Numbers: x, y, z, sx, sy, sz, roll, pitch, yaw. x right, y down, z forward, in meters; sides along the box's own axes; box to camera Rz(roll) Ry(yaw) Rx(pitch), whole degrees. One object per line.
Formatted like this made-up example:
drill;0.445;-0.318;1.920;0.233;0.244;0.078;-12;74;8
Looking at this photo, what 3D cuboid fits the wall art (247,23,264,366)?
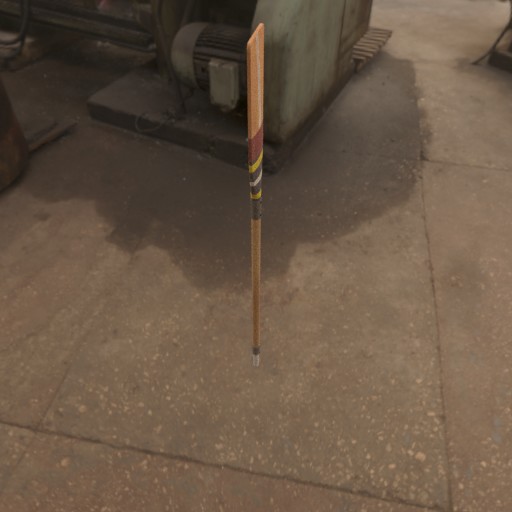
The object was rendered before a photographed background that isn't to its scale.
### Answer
wall art;0.000;0.000;1.633;0.038;1.556;0.146;10;47;9
